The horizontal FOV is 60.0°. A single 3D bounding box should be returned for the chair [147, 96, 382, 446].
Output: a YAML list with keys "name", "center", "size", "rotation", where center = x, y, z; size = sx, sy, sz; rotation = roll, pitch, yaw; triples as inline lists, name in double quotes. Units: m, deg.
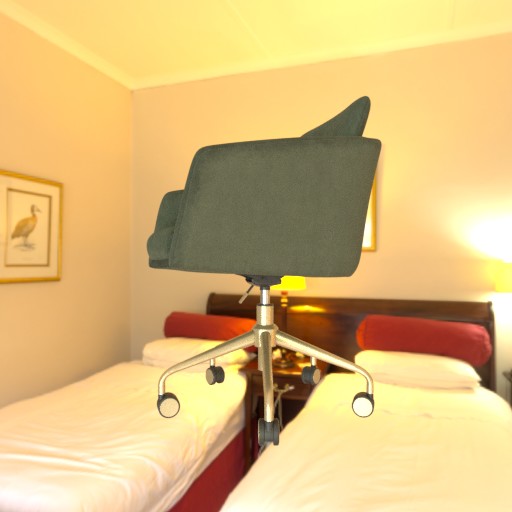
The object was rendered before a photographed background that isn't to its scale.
- name: "chair"
  center: [0.000, 0.000, 1.346]
  size: [0.635, 0.908, 0.641]
  rotation: [0, -1, -19]
